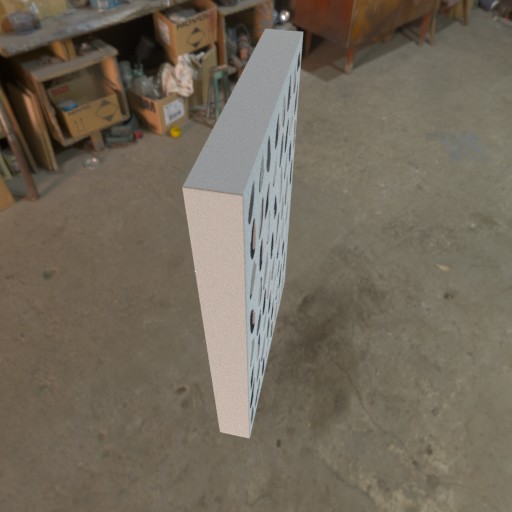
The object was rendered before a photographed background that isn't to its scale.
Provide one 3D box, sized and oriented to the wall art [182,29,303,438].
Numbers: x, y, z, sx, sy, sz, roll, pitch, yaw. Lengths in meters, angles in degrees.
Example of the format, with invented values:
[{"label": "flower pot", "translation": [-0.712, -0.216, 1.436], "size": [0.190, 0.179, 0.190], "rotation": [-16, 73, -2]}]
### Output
[{"label": "wall art", "translation": [0.000, 0.000, 0.488], "size": [0.039, 0.381, 0.252], "rotation": [9, 48, 8]}]
